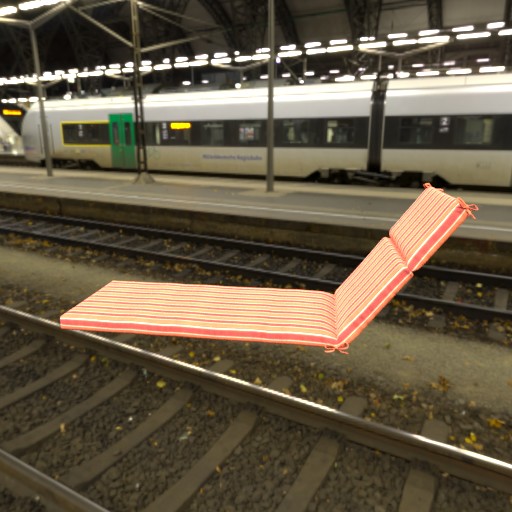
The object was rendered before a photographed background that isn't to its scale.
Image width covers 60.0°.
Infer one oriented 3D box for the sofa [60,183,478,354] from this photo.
[{"bbox_3d":[0.000,0.000,1.984,1.663,0.622,0.582,2,15,8],"label":"sofa"}]
